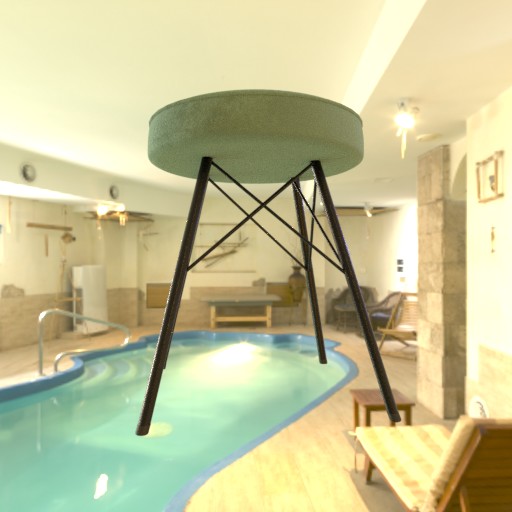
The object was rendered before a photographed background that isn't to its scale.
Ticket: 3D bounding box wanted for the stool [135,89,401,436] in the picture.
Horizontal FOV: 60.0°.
[{"bbox_3d":[0.000,0.000,0.859,0.457,0.519,0.458,0,-1,1],"label":"stool"}]
